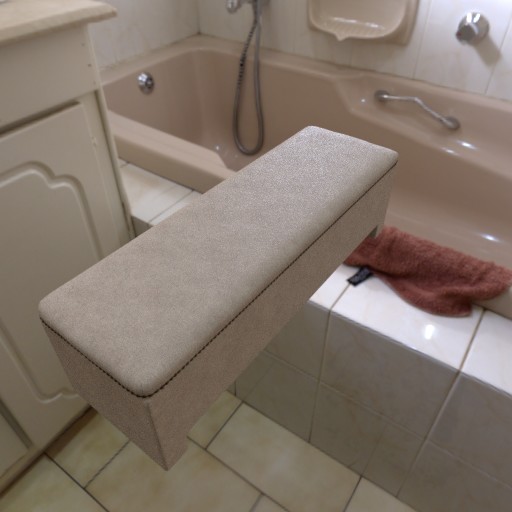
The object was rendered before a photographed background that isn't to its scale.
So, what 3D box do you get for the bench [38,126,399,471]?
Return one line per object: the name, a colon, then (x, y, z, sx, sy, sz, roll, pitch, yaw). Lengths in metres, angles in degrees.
bench: (0.000, 0.000, 1.707, 0.470, 0.447, 1.482, 27, 48, 27)
